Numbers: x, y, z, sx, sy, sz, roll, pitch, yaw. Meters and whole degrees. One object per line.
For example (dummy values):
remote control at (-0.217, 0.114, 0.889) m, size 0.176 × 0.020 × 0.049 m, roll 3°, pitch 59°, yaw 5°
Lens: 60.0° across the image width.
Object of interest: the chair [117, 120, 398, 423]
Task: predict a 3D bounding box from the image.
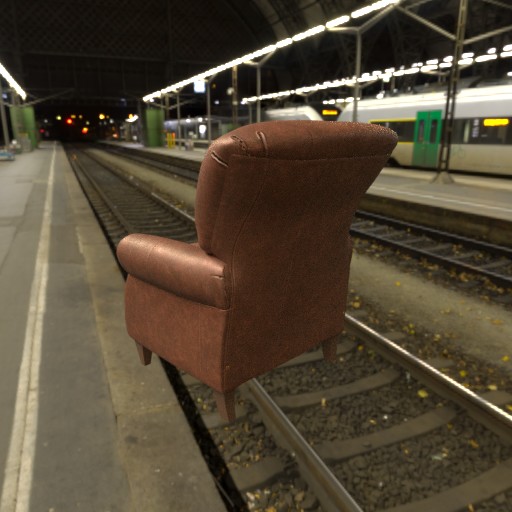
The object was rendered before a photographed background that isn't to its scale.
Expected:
chair at (0.000, 0.000, 2.014) m, size 0.979 × 1.162 × 1.031 m, roll -15°, pitch 21°, yaw -43°
